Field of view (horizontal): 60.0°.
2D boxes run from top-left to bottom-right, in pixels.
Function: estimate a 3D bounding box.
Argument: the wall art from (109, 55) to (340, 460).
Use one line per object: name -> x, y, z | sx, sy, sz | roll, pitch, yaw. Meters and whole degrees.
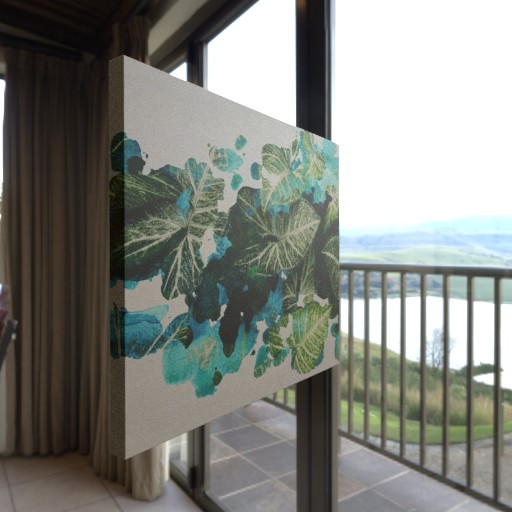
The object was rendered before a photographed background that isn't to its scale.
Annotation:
wall art -> 0.000, 0.000, 0.962 | 0.043, 0.610, 0.711 | 1, 1, 37
